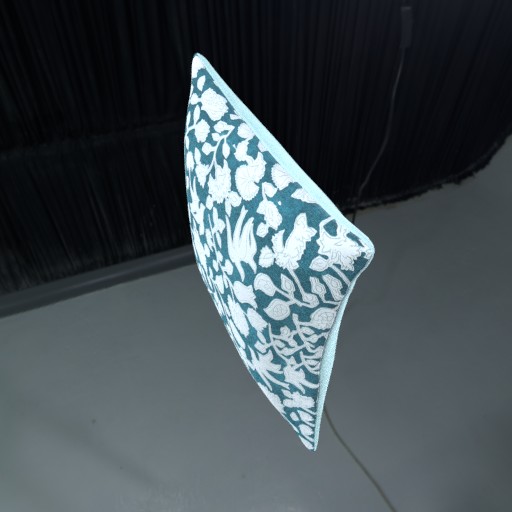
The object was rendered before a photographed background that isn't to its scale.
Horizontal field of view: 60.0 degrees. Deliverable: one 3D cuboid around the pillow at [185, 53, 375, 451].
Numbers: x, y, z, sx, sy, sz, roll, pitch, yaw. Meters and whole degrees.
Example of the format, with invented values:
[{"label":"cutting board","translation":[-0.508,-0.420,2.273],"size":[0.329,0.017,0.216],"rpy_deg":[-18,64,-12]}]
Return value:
[{"label":"pillow","translation":[0.000,0.000,0.773],"size":[0.166,0.508,0.525],"rpy_deg":[-18,49,-17]}]
